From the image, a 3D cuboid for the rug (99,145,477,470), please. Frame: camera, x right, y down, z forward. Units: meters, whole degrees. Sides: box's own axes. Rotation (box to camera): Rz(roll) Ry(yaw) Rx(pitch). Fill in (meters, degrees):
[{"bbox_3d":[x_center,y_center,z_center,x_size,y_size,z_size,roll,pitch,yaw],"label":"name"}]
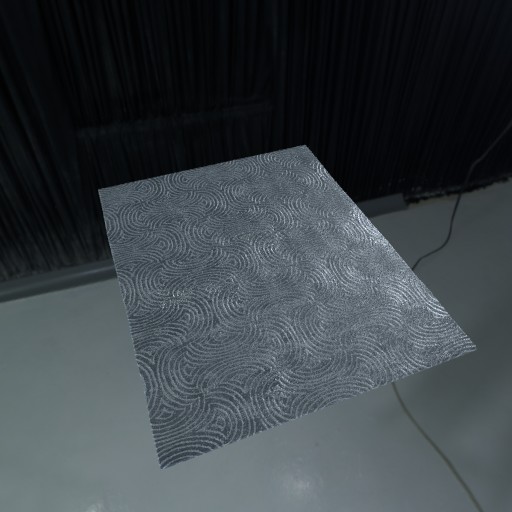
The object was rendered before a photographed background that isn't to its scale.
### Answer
[{"bbox_3d":[0.000,0.000,4.051,2.456,0.021,3.042,-15,48,-14],"label":"rug"}]
